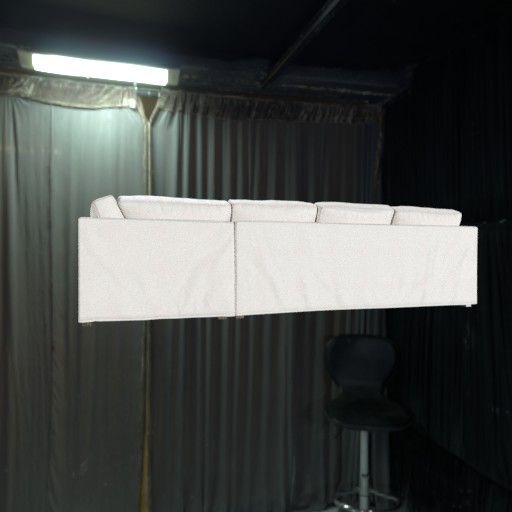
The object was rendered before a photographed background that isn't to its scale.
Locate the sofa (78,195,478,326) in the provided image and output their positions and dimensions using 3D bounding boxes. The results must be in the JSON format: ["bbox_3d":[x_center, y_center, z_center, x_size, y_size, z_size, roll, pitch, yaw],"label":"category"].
[{"bbox_3d":[0.000,0.000,4.399,3.182,0.871,2.432,0,1,-19],"label":"sofa"}]
